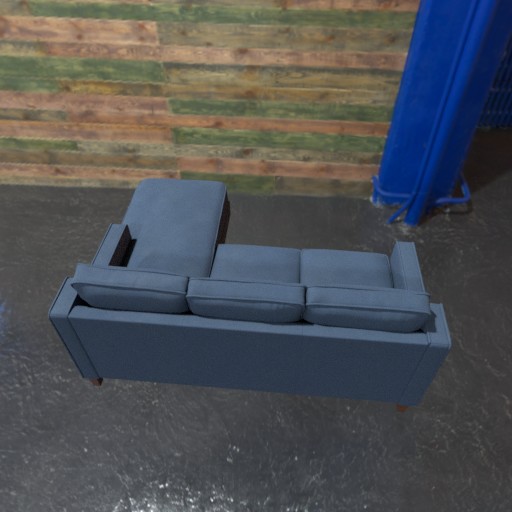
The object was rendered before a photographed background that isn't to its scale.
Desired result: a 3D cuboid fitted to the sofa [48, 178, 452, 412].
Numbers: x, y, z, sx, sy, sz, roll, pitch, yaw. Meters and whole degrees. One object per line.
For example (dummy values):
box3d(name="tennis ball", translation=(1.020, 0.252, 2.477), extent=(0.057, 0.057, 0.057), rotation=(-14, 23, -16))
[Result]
box3d(name="sofa", translation=(0.000, 0.000, 3.371), extent=(2.317, 1.066, 1.858), rotation=(4, 46, 4))
